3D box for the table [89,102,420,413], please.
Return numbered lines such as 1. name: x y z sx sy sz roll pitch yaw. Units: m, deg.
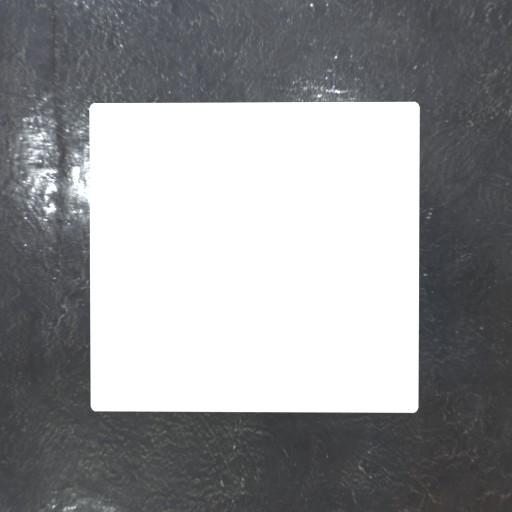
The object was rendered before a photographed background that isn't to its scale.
1. table: 0.000 0.000 0.993 0.533 0.563 0.500 0 91 1
